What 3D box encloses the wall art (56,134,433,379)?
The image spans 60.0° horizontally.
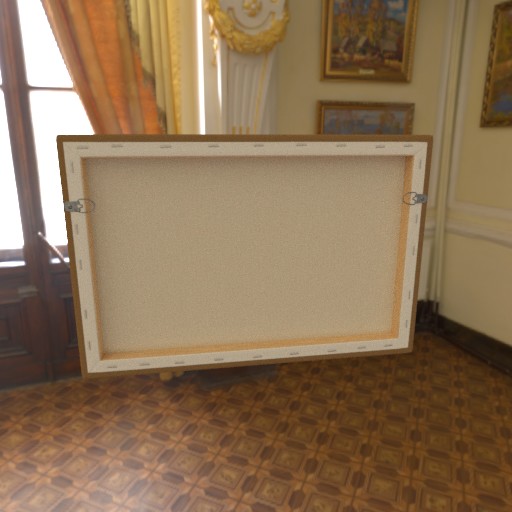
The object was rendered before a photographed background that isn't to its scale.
[{"bbox_3d":[0.000,0.000,0.480,0.380,0.254,0.019,-2,15,-9],"label":"wall art"}]
